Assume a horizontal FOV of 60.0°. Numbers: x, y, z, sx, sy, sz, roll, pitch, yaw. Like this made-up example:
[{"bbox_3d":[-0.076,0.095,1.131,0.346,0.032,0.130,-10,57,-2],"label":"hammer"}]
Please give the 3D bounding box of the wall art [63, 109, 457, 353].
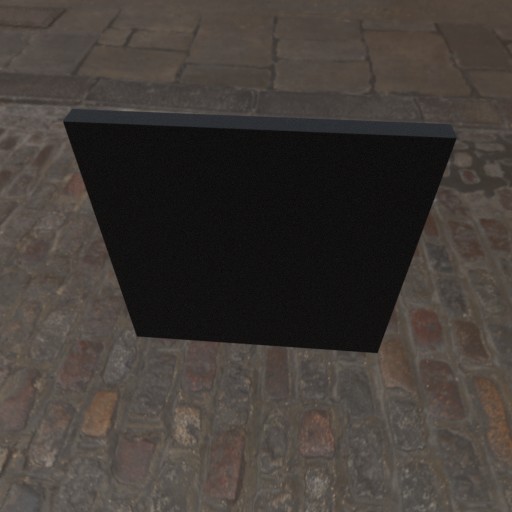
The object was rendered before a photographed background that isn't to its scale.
[{"bbox_3d":[0.000,0.000,0.694,0.462,0.458,0.030,3,46,3],"label":"wall art"}]
